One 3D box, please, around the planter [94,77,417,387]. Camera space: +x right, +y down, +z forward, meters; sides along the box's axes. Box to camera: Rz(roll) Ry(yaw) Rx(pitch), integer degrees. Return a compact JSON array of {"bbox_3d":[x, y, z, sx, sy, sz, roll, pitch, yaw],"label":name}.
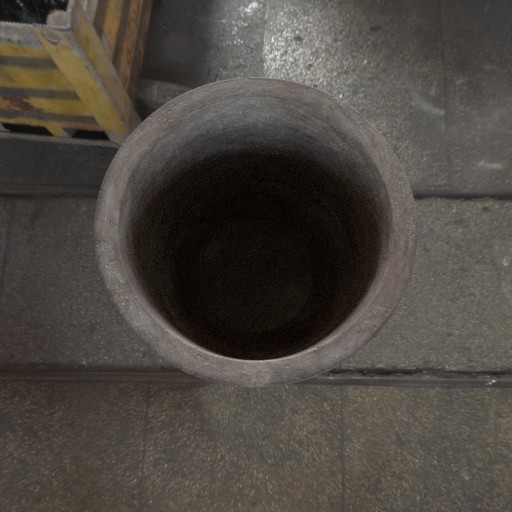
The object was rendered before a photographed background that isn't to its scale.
[{"bbox_3d":[0.000,0.000,0.227,0.122,0.128,0.122,0,78,0],"label":"planter"}]
